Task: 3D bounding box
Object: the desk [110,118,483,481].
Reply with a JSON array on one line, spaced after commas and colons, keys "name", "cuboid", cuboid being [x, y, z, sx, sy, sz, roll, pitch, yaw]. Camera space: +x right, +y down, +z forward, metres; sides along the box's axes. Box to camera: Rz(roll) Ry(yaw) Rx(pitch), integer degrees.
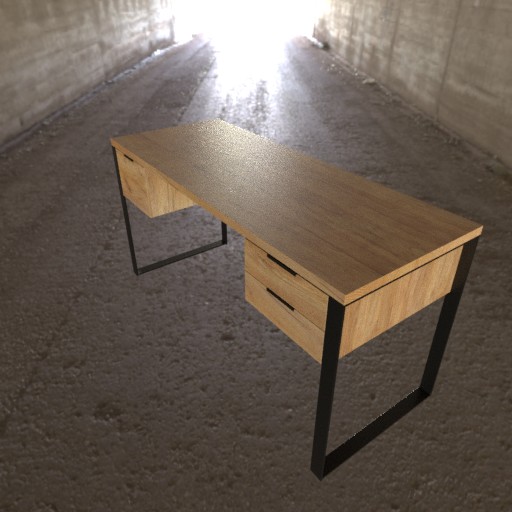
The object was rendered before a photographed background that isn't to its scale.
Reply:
[{"name": "desk", "cuboid": [0.000, 0.000, 1.919, 0.600, 0.760, 1.520, -21, 38, -30]}]
